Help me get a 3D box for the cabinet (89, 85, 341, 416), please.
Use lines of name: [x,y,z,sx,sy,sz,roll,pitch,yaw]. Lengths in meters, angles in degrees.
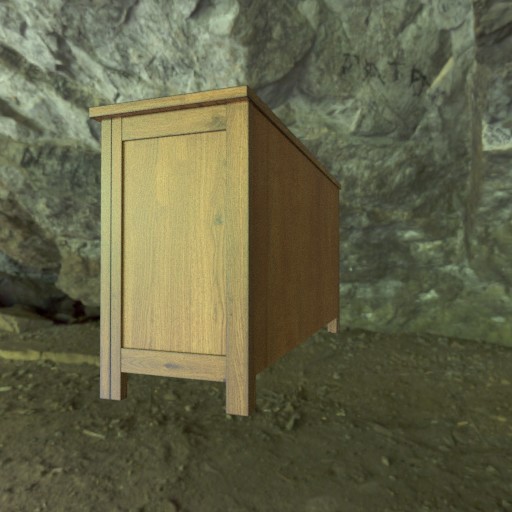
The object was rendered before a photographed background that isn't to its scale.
cabinet: [0.000,0.000,1.847,0.480,0.813,1.474,0,-1,20]
